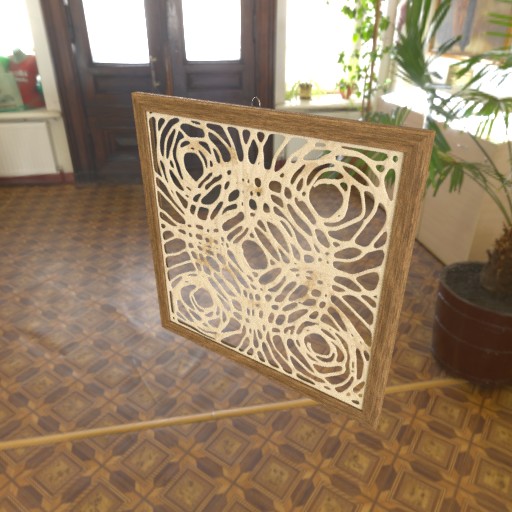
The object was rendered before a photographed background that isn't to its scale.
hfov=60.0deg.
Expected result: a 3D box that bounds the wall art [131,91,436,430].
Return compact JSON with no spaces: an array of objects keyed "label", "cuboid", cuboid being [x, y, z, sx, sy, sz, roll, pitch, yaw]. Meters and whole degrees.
[{"label":"wall art","cuboid":[0.000,0.000,0.847,0.561,0.576,0.021,18,34,29]}]
